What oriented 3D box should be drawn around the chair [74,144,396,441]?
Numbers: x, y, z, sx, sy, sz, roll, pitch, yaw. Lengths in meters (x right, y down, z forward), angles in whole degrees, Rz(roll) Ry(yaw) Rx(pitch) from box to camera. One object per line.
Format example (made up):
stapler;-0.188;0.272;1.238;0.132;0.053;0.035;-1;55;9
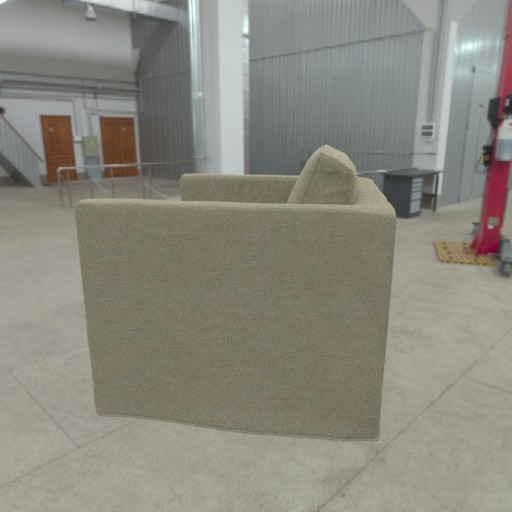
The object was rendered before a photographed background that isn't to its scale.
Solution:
chair;0.000;0.000;1.772;0.949;0.863;1.057;3;15;9
